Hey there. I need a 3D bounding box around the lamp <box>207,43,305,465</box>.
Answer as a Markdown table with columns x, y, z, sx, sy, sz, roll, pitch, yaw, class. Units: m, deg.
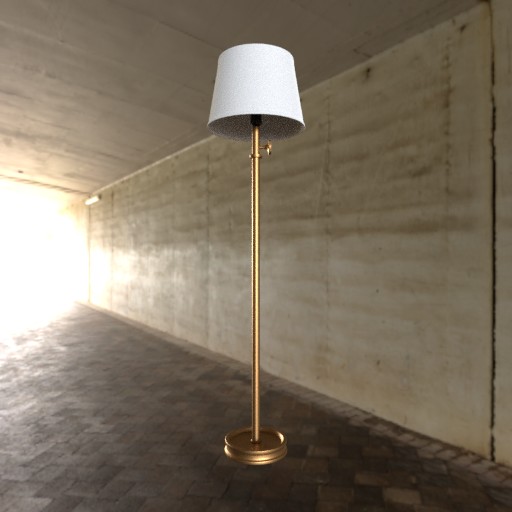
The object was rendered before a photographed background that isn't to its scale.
| x | y | z | sx | sy | sz | roll | pitch | yaw | class |
| --- | --- | --- | --- | --- | --- | --- | --- | --- | --- |
| 0.000 | 0.000 | 0.809 | 0.178 | 0.710 | 0.178 | 0 | 0 | 0 | lamp |
